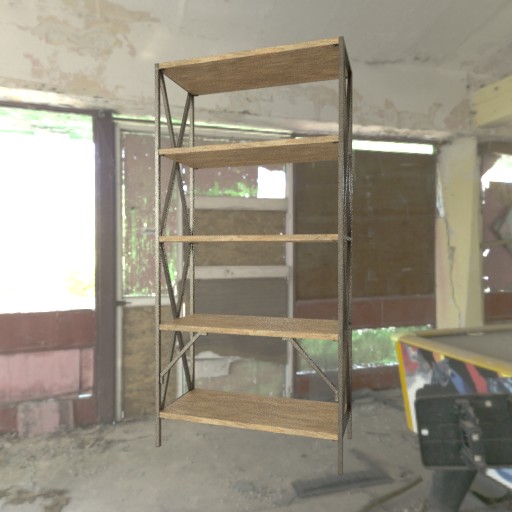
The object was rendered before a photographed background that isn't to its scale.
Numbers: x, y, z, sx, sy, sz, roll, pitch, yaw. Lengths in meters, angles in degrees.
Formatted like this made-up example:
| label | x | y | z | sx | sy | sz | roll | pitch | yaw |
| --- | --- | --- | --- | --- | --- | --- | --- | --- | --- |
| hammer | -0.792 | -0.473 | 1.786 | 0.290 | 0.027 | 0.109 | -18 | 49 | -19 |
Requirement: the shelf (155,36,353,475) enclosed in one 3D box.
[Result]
| label | x | y | z | sx | sy | sz | roll | pitch | yaw |
| --- | --- | --- | --- | --- | --- | --- | --- | --- | --- |
| shelf | 0.000 | 0.000 | 2.138 | 0.874 | 1.803 | 0.386 | 0 | 1 | 18 |
